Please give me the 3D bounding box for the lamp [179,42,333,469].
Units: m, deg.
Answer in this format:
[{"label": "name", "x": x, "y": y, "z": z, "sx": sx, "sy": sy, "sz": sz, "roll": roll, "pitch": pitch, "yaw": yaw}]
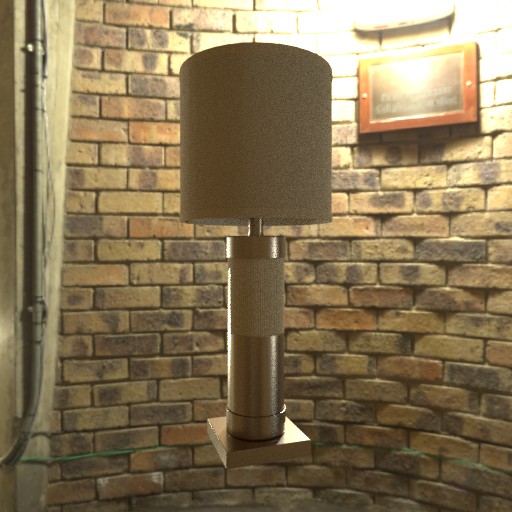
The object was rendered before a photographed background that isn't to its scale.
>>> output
[{"label": "lamp", "x": 0.000, "y": 0.000, "z": 0.596, "sx": 0.202, "sy": 0.509, "sz": 0.202, "roll": 0, "pitch": 1, "yaw": -18}]
